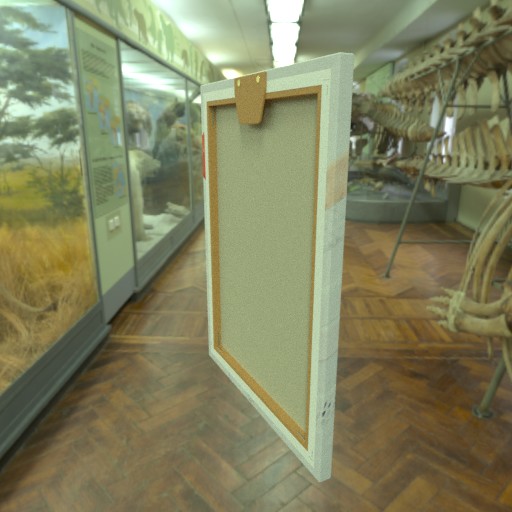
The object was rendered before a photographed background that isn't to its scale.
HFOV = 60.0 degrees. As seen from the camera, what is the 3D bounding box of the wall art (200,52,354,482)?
[{"bbox_3d":[0.000,0.000,1.325,0.045,1.014,0.759,-8,18,-26],"label":"wall art"}]
